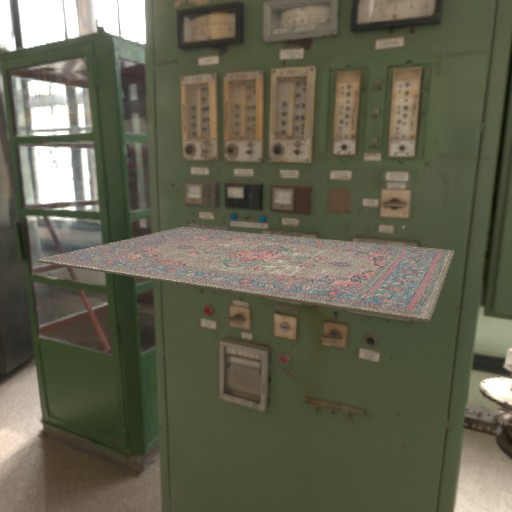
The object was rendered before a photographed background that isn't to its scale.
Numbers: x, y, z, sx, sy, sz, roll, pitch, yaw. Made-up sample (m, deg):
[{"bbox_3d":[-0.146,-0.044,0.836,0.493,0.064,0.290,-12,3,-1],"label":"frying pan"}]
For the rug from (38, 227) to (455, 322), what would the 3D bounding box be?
[{"bbox_3d":[0.000,0.000,2.205,1.748,0.014,1.144,6,14,26],"label":"rug"}]
